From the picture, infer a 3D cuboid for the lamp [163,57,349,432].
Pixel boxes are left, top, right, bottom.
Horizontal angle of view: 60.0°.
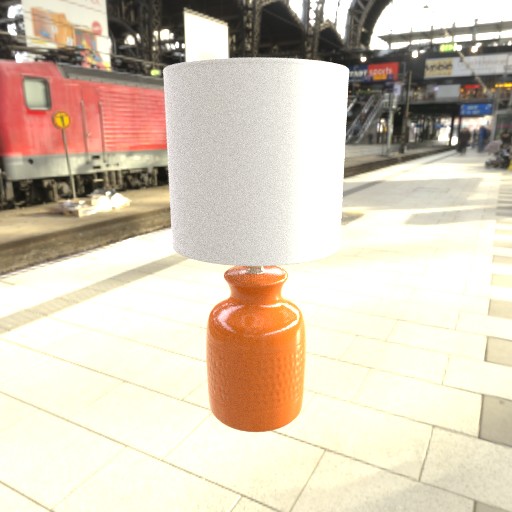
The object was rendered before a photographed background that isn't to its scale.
[{"bbox_3d":[0.000,0.000,1.130,0.418,0.871,0.418,8,17,25],"label":"lamp"}]
